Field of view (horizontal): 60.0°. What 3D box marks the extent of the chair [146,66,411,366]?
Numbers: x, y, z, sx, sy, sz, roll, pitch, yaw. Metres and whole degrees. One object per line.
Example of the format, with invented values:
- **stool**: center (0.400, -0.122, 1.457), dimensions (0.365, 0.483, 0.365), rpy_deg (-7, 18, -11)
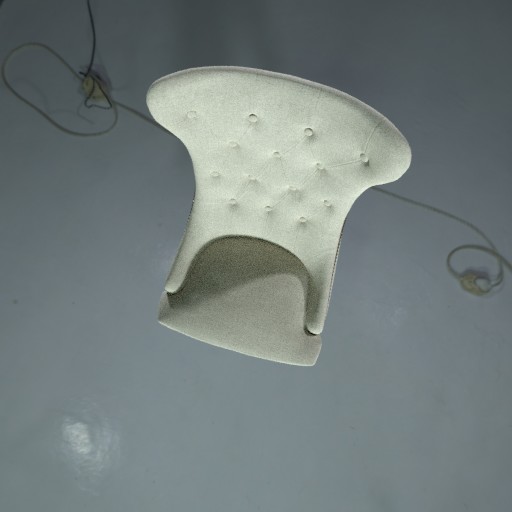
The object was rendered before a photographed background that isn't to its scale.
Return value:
- **chair**: center (0.000, 0.000, 1.387), dimensions (0.584, 1.065, 0.590), rpy_deg (15, 76, 4)
